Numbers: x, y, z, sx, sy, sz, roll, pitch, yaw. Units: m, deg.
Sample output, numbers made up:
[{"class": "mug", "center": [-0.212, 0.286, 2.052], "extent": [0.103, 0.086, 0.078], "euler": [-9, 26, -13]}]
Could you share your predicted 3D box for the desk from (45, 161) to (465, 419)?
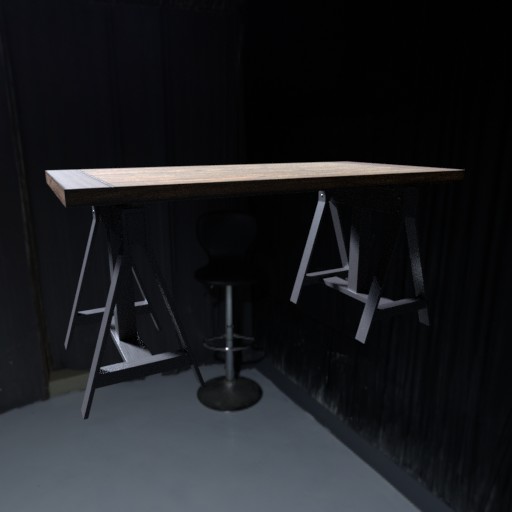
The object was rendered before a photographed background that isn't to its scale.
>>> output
[{"class": "desk", "center": [0.000, 0.000, 1.902], "extent": [1.543, 0.725, 0.784], "euler": [-8, 17, -27]}]
